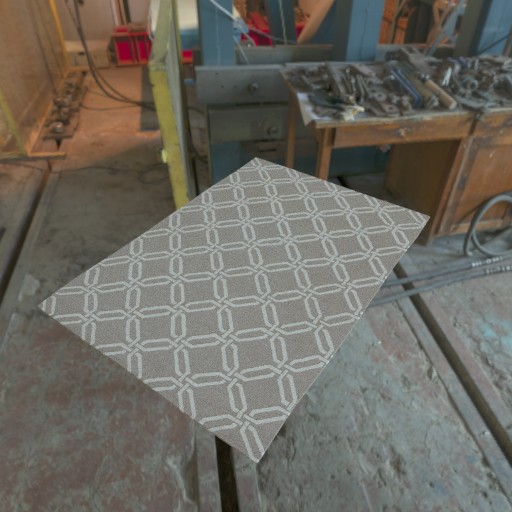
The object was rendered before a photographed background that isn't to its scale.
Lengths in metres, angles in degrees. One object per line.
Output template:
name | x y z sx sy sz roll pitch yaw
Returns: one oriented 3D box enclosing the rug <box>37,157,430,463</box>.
rug | 0.000 0.000 2.799 1.524 0.013 2.135 25 46 26
